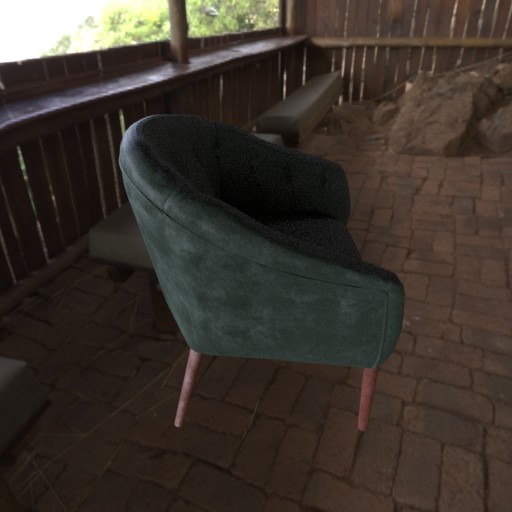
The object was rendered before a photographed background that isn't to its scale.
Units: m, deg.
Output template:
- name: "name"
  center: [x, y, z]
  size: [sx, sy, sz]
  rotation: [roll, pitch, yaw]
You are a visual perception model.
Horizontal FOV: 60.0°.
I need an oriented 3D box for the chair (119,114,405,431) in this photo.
- name: "chair"
  center: [0.000, 0.000, 1.492]
  size: [0.776, 0.885, 0.851]
  rotation: [0, 31, -1]
